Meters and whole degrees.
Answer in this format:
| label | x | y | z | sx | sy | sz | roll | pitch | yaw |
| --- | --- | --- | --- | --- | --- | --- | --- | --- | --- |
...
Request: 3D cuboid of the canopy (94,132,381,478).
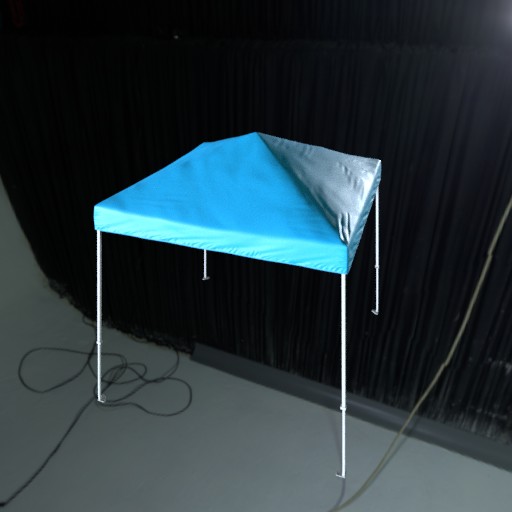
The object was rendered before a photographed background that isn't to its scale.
| label | x | y | z | sx | sy | sz | roll | pitch | yaw |
| --- | --- | --- | --- | --- | --- | --- | --- | --- | --- |
| canopy | 0.000 | 0.000 | 5.150 | 2.848 | 2.849 | 2.849 | 10 | 31 | 17 |
